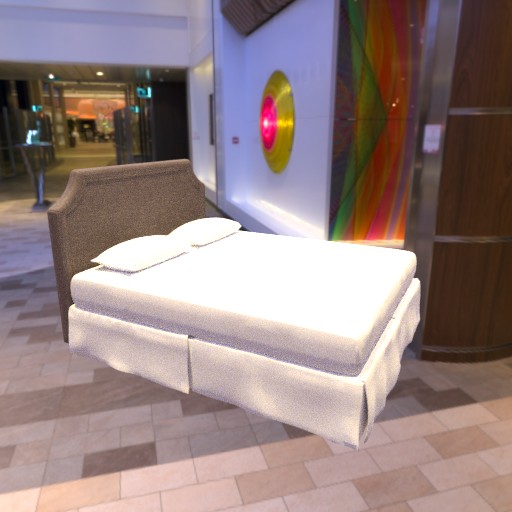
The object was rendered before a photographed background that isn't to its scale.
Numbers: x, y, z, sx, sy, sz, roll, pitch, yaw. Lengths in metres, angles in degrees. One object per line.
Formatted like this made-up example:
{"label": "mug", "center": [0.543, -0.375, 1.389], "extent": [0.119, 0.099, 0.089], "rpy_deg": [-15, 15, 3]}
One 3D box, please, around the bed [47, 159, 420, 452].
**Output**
{"label": "bed", "center": [0.000, 0.000, 4.106], "extent": [2.773, 1.590, 2.350], "rpy_deg": [8, 18, 27]}
